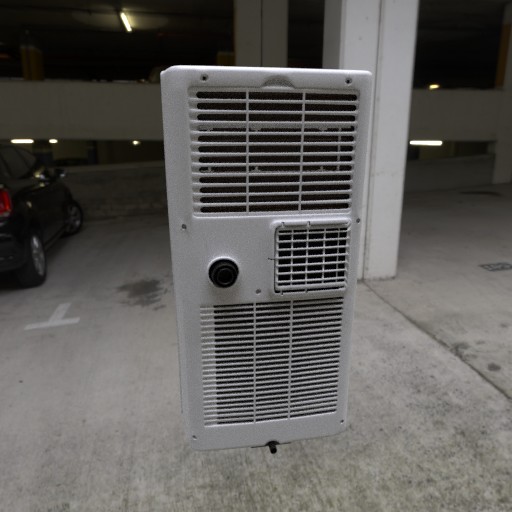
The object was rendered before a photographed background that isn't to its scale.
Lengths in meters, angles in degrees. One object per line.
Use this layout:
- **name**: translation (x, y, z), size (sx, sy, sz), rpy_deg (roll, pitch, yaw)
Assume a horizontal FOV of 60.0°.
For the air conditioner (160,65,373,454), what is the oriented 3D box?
- **air conditioner**: translation (0.000, 0.000, 0.800), size (0.304, 0.606, 0.349), rpy_deg (-3, 15, -10)
